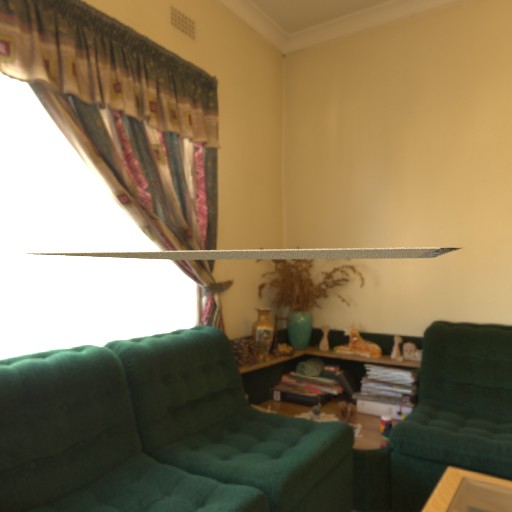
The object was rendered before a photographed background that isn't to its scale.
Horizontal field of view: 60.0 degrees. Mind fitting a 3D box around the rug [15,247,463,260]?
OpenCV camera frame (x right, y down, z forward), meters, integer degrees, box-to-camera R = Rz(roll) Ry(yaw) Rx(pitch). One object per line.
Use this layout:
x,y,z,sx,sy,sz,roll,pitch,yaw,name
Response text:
0.000,0.000,4.224,3.327,0.010,2.464,-1,-2,17,rug
